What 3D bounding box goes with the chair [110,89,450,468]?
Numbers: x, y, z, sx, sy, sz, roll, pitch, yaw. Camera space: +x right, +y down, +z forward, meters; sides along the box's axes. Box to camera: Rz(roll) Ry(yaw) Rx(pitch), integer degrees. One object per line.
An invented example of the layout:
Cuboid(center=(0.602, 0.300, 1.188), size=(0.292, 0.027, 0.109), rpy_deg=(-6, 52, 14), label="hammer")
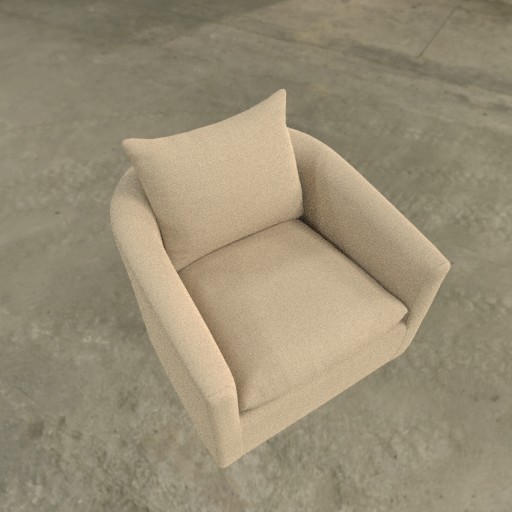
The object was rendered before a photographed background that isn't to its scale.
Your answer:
Cuboid(center=(0.000, 0.000, 1.542), size=(0.845, 0.848, 0.910), rpy_deg=(-25, 52, -21), label="chair")
